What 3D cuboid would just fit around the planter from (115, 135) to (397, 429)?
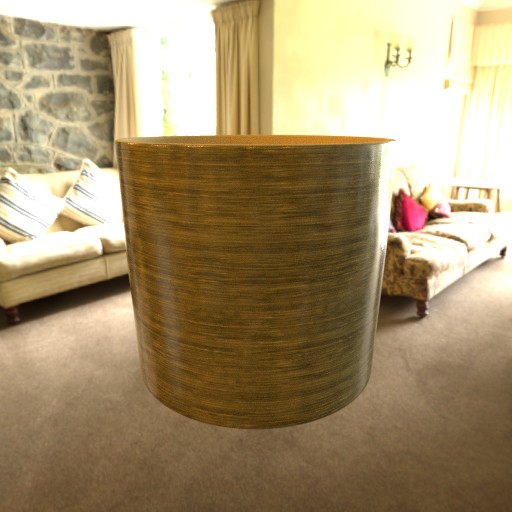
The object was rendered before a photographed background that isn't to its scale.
[{"bbox_3d":[0.000,0.000,0.392,0.221,0.201,0.221,0,17,0],"label":"planter"}]
